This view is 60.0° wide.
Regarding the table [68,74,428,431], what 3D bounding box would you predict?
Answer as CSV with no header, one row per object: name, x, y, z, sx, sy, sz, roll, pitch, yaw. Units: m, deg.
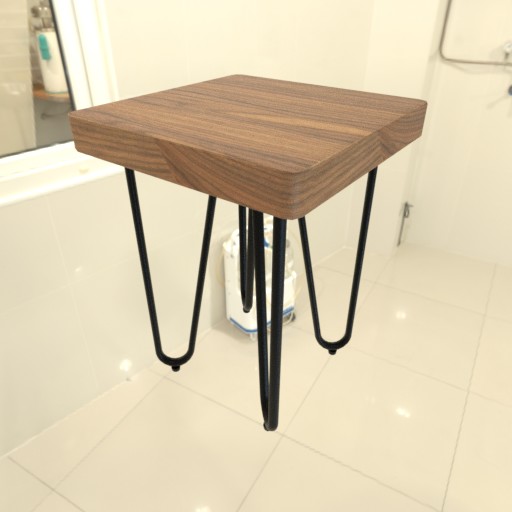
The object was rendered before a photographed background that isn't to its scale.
table,0.000,0.000,0.976,0.480,0.641,0.479,22,38,31
